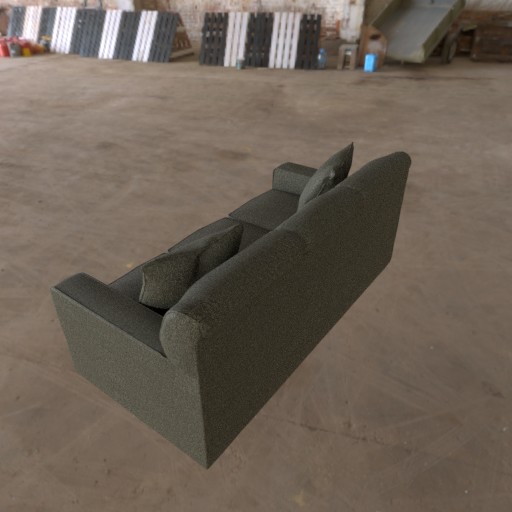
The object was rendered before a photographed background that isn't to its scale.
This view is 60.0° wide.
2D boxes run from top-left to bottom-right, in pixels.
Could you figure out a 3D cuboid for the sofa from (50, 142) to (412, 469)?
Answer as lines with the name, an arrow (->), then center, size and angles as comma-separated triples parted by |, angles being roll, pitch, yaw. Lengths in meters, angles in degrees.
sofa -> 0.000, 0.000, 2.580 | 0.997, 0.958, 2.024 | 22, 39, 30
